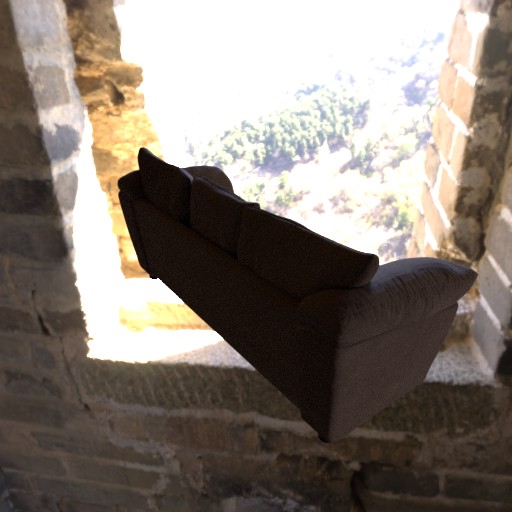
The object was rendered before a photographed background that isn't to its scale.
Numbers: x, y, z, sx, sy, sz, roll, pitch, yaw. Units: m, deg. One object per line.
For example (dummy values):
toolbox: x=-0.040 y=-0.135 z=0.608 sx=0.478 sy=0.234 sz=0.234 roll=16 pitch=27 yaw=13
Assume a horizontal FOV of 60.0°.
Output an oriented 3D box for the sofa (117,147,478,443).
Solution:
sofa: x=0.000 y=0.000 z=2.763 sx=0.878 sy=1.015 sz=2.336 roll=-19 pitch=33 yaw=-32
